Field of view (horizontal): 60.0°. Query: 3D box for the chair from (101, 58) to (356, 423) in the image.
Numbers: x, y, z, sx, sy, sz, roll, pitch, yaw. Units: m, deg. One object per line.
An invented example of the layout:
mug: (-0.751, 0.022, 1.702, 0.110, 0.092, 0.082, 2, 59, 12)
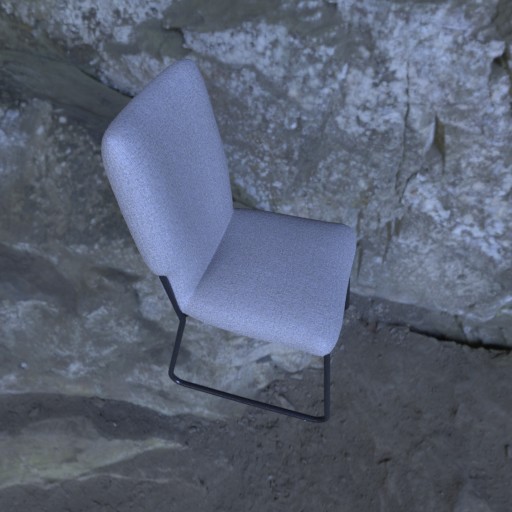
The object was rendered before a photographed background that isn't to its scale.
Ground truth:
chair: (0.000, 0.000, 1.193, 0.560, 0.864, 0.448, 12, 47, 11)
